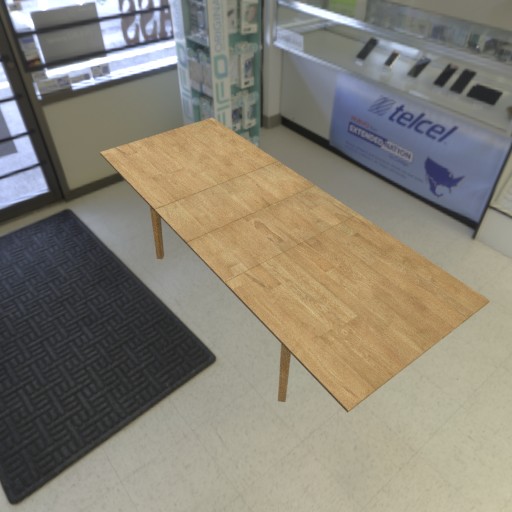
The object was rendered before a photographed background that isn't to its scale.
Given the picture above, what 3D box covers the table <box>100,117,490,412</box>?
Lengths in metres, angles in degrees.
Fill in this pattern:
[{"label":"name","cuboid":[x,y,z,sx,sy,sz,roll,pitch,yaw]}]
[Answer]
[{"label":"table","cuboid":[0.000,0.000,3.035,1.000,0.752,2.603,-26,48,-26]}]
